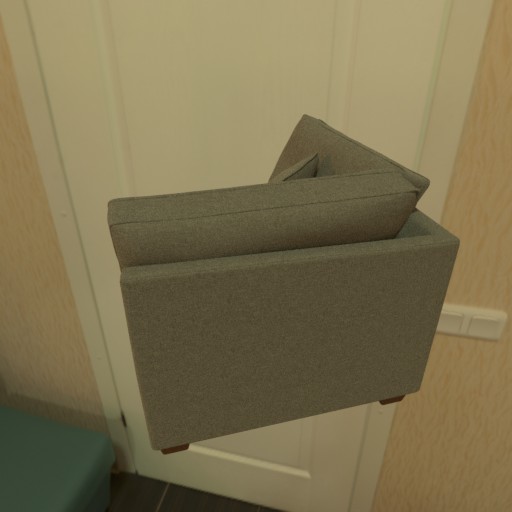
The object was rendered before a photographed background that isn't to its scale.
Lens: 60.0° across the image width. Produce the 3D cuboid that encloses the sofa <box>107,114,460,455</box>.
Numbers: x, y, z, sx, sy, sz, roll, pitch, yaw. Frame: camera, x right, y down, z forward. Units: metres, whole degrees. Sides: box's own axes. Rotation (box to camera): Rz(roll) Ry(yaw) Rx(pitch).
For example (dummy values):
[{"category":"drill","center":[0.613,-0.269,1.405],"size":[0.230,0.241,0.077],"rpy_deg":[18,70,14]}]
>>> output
[{"category":"sofa","center":[0.000,0.000,1.832],"size":[1.042,0.951,1.050],"rpy_deg":[-8,32,-13]}]
